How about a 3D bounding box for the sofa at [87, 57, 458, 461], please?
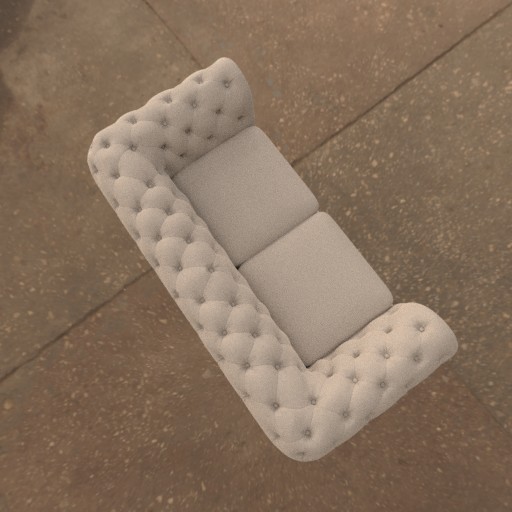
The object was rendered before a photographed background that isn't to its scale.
[{"bbox_3d":[0.000,0.000,2.481,0.986,0.764,1.998,-35,79,-8],"label":"sofa"}]
